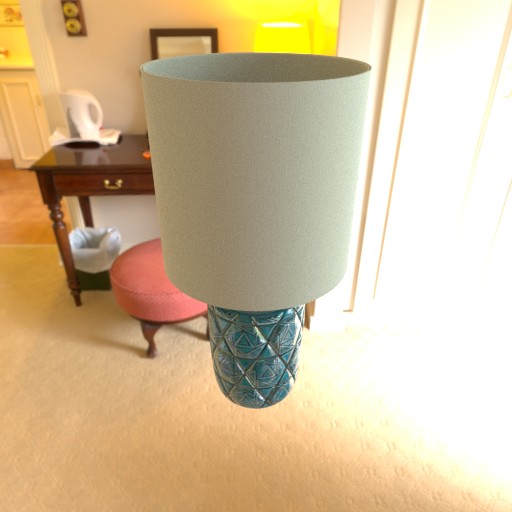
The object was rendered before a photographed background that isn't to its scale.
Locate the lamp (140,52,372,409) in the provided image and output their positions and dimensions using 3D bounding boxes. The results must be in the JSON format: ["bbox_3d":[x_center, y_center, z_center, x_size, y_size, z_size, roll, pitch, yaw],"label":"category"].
[{"bbox_3d":[0.000,0.000,0.472,0.193,0.377,0.193,-22,37,-33],"label":"lamp"}]
